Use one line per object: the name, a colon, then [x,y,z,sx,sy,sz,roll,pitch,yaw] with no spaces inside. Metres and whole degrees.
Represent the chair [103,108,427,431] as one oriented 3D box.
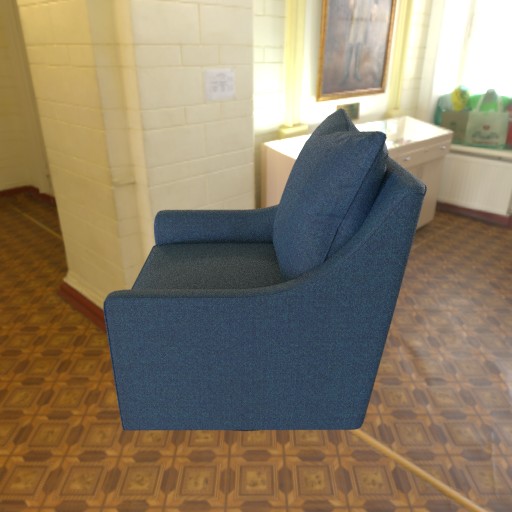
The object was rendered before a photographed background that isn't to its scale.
chair: [0.000,0.000,1.572,0.870,0.939,0.750,0,25,0]
